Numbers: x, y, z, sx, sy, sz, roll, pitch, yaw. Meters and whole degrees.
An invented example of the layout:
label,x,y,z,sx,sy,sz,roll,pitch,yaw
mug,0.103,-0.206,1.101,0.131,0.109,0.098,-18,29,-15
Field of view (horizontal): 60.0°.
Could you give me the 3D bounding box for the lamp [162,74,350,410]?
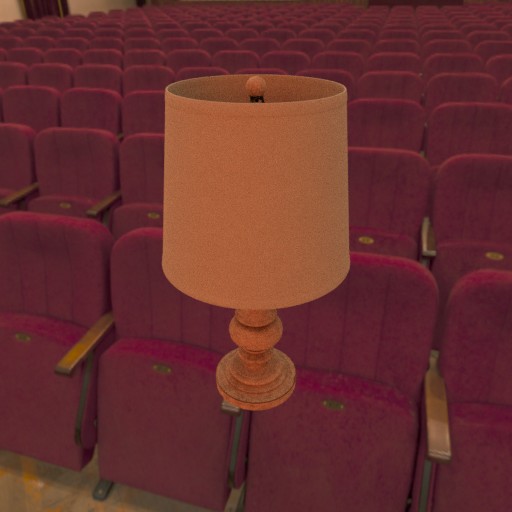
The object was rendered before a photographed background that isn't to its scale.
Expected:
label,x,y,z,sx,sy,sz,roll,pitch,yaw
lamp,0.000,0.000,0.655,0.273,0.497,0.273,0,29,0
